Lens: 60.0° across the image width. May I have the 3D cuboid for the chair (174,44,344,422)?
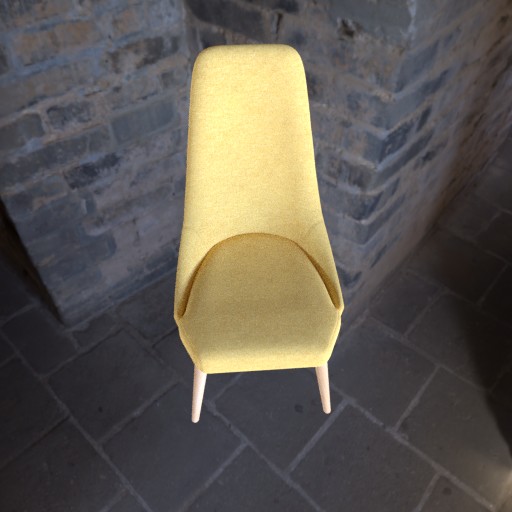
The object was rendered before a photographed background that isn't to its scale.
[{"bbox_3d":[0.000,0.000,1.386,0.510,1.040,0.660,-3,46,-3],"label":"chair"}]
